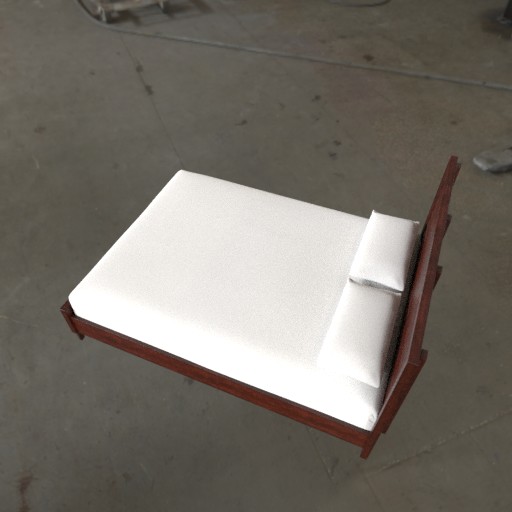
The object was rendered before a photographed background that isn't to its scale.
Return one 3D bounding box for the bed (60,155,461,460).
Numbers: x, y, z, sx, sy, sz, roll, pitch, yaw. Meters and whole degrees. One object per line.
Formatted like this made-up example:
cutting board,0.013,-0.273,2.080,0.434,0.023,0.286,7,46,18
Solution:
bed,0.000,0.000,3.884,2.803,1.492,2.040,17,50,15
